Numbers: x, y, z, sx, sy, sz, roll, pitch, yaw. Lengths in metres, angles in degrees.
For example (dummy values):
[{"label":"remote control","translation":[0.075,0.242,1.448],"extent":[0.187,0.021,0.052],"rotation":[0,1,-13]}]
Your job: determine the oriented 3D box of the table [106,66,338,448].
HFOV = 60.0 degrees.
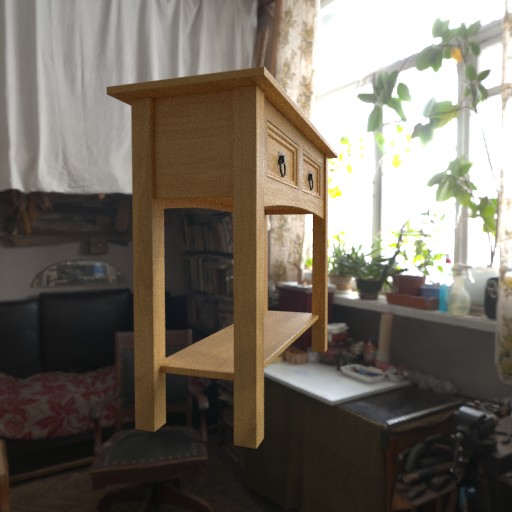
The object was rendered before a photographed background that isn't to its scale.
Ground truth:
[{"label":"table","translation":[0.000,0.000,1.294],"extent":[0.340,0.728,0.900],"rotation":[1,3,19]}]
